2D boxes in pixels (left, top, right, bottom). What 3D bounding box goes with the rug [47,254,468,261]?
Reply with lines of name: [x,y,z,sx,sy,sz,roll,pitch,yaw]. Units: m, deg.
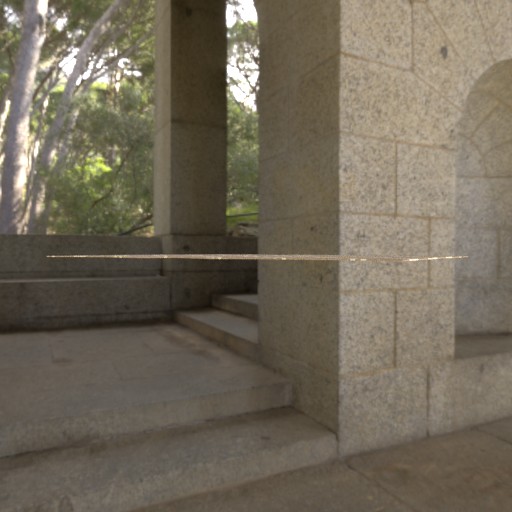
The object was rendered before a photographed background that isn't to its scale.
rug: [0.000,0.000,2.174,1.748,0.010,1.142,0,1,34]
